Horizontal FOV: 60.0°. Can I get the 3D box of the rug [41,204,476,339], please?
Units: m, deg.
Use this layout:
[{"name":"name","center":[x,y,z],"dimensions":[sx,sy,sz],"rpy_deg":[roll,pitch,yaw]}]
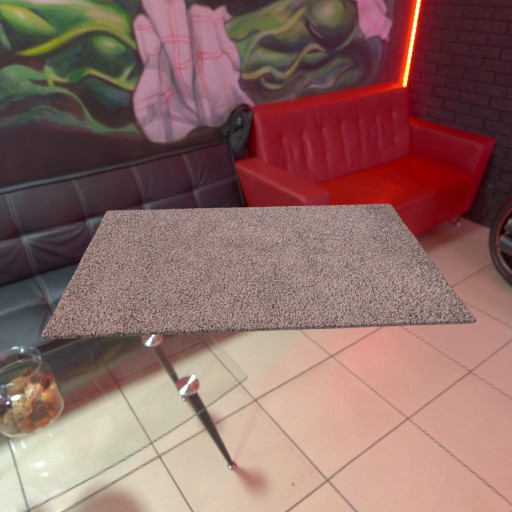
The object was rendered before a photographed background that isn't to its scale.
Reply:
[{"name":"rug","center":[0.000,0.000,3.531],"dimensions":[2.743,0.030,1.778],"rpy_deg":[-2,32,-3]}]
